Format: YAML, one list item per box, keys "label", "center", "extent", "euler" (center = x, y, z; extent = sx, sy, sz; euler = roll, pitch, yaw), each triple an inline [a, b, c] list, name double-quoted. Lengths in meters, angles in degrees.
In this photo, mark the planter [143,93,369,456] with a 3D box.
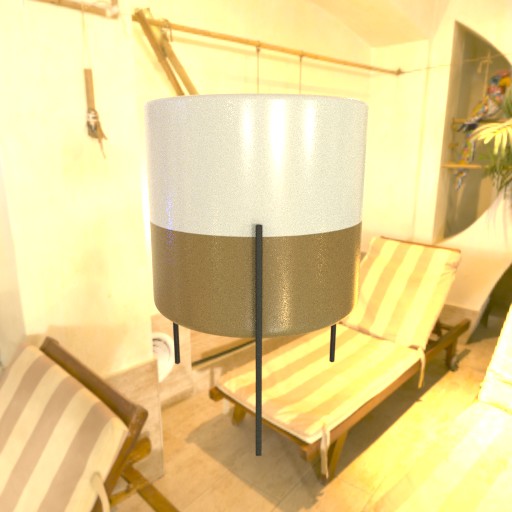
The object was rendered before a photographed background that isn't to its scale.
- label: "planter"
  center: [0.000, 0.000, 0.664]
  extent: [0.310, 0.432, 0.310]
  euler: [14, 20, 42]
